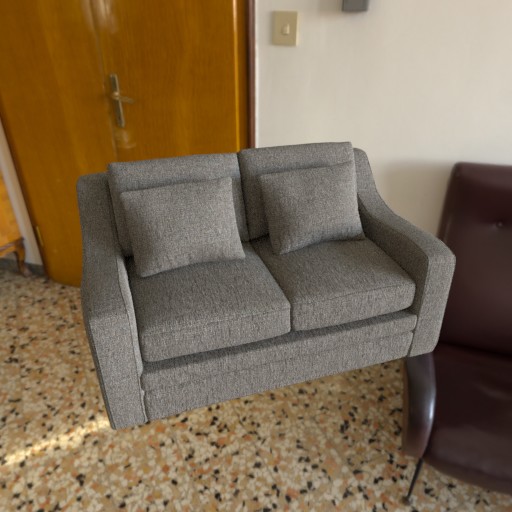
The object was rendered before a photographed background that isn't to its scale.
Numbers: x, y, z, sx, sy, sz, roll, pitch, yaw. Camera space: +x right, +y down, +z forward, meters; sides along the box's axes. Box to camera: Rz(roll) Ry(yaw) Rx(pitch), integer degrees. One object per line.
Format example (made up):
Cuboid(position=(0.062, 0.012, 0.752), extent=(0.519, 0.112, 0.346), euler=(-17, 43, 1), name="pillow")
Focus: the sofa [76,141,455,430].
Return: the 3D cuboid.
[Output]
Cuboid(position=(0.000, 0.000, 2.415), extent=(1.778, 0.991, 1.120), euler=(-9, 32, -15), name="sofa")
